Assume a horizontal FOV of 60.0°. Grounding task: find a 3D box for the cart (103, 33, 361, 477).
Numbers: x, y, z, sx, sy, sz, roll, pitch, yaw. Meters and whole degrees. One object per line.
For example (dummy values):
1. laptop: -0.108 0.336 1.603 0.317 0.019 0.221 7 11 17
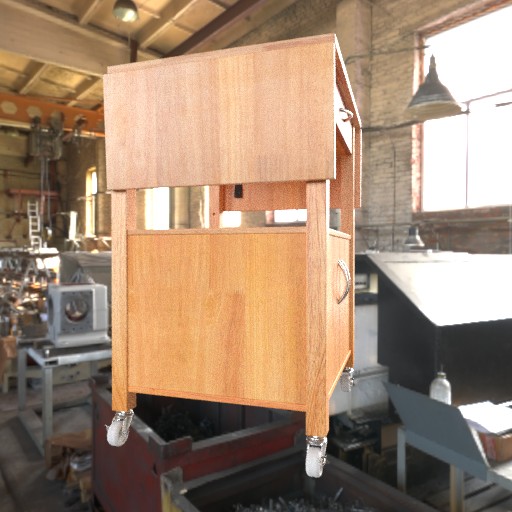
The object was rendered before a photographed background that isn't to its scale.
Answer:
1. cart: 0.000 0.000 1.194 0.508 0.838 0.640 0 1 18
